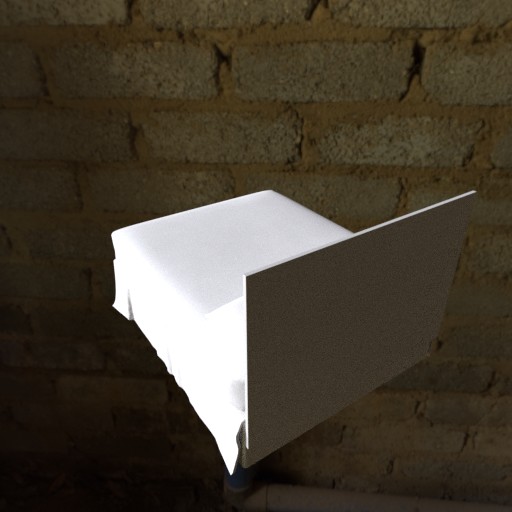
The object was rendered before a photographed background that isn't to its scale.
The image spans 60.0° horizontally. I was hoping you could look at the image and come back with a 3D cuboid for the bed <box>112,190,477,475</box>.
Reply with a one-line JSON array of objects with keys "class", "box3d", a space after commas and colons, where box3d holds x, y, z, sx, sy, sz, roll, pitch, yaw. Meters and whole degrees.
[{"class": "bed", "box3d": [0.000, 0.000, 3.256, 1.745, 1.335, 2.094, -19, 36, -29]}]
